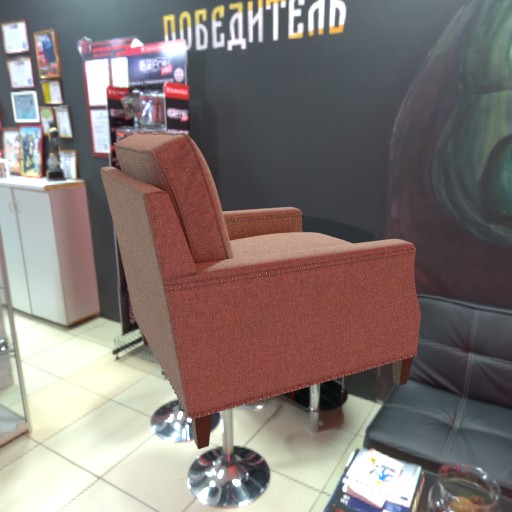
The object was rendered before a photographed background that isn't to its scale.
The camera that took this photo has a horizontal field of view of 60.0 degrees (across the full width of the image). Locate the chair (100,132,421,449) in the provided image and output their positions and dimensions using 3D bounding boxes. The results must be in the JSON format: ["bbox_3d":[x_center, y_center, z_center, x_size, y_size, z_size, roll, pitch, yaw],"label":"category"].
[{"bbox_3d":[0.000,0.000,1.750,1.014,0.943,0.853,-8,18,-25],"label":"chair"}]
